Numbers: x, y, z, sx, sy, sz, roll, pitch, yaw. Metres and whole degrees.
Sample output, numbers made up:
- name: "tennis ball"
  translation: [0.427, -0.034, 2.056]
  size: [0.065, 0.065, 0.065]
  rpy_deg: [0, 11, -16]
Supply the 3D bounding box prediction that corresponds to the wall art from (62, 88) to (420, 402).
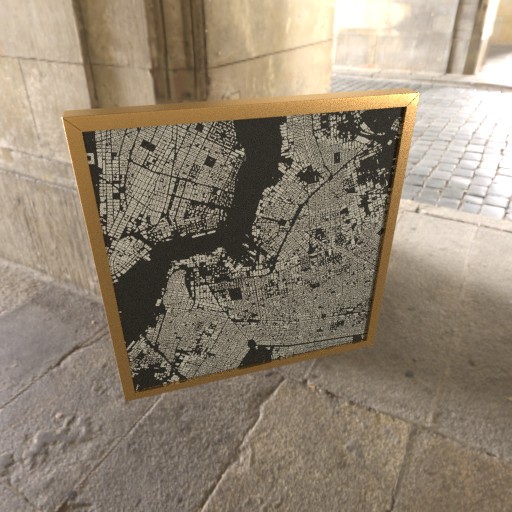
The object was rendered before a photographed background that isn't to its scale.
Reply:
- name: "wall art"
  translation: [0.000, 0.000, 0.452]
  size: [0.305, 0.305, 0.023]
  rpy_deg: [-9, 32, -15]
